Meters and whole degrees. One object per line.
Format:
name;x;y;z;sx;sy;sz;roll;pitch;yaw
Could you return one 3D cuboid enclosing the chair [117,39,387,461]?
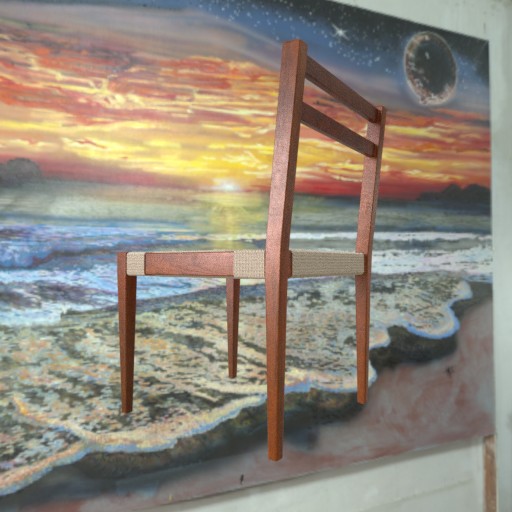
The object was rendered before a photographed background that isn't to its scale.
chair;0.000;0.000;1.228;0.569;0.851;0.495;-1;-1;36
